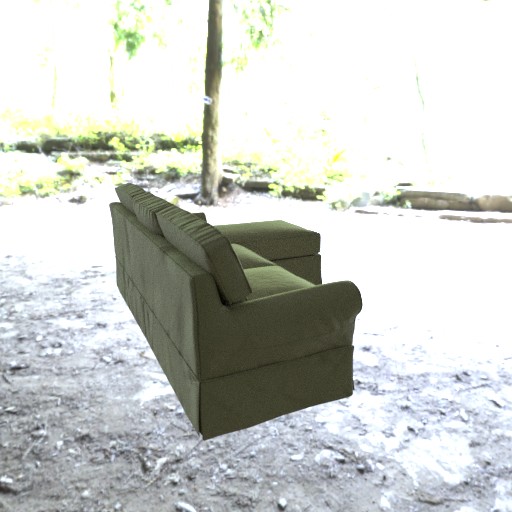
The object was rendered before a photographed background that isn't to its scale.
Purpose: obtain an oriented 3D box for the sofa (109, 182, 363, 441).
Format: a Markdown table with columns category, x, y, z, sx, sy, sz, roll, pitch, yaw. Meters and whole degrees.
| category | x | y | z | sx | sy | sz | roll | pitch | yaw |
| --- | --- | --- | --- | --- | --- | --- | --- | --- | --- |
| sofa | 0.000 | 0.000 | 3.310 | 1.733 | 0.978 | 2.475 | -7 | 17 | -25 |
